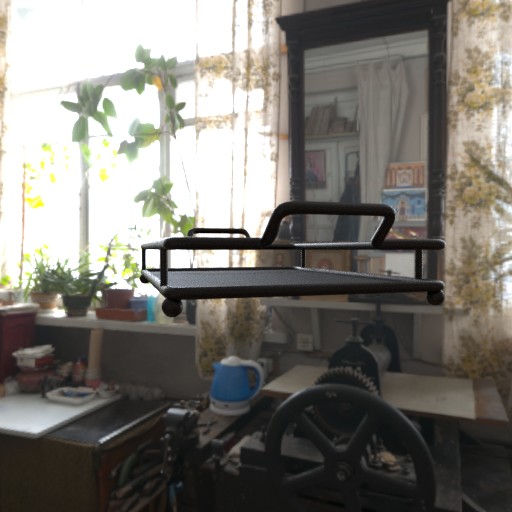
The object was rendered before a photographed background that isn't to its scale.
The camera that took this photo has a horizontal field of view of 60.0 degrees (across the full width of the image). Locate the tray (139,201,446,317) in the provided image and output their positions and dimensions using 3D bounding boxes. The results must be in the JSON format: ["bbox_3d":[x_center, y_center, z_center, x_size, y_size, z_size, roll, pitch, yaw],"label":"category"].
[{"bbox_3d":[0.000,0.000,0.620,0.297,0.101,0.495,0,1,-17],"label":"tray"}]
